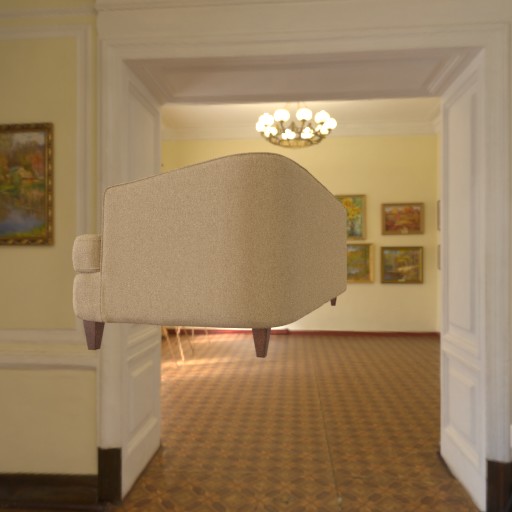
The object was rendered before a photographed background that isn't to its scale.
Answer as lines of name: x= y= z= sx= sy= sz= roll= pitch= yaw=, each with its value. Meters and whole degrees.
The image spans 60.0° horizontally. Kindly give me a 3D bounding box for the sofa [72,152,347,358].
sofa: x=0.000 y=0.000 z=2.736 sx=0.913 sy=0.788 sz=2.235 roll=0 pitch=0 yaw=18
